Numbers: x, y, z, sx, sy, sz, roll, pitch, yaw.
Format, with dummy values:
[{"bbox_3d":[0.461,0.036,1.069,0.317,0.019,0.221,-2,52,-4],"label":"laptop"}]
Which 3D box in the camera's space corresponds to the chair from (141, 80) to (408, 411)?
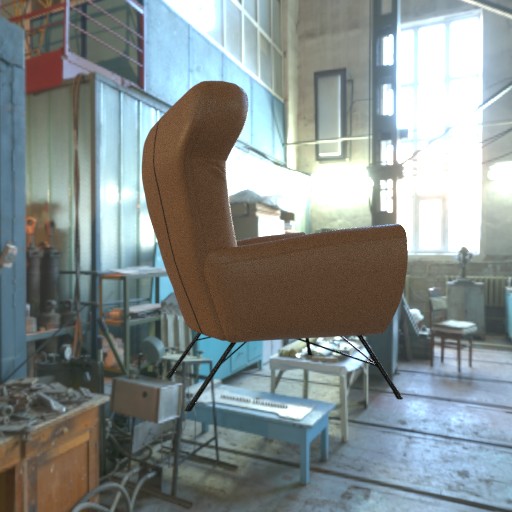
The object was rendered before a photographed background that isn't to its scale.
[{"bbox_3d":[0.000,0.000,1.809,0.900,1.050,0.980,0,1,-20],"label":"chair"}]
